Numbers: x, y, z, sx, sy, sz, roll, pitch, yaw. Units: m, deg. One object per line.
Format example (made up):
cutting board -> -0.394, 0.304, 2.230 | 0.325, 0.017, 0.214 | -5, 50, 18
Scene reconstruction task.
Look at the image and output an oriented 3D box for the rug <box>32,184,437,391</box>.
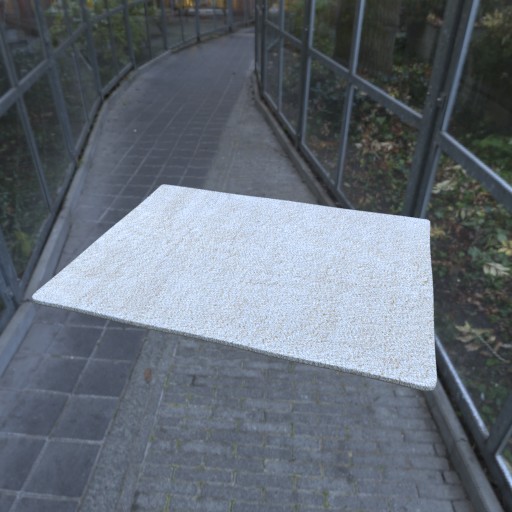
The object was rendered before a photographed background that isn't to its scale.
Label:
rug -> 0.000, 0.000, 2.118 | 1.600, 0.027, 1.200 | 10, 34, 14
